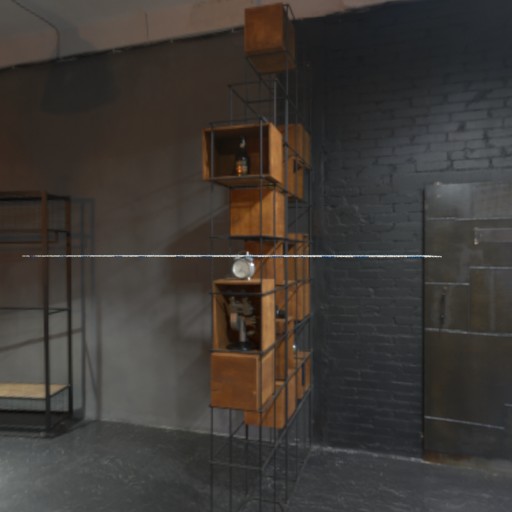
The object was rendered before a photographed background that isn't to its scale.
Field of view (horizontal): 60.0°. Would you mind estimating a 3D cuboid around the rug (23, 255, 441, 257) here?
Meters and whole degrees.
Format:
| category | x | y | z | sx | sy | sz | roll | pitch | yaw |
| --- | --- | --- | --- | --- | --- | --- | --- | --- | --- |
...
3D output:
| category | x | y | z | sx | sy | sz | roll | pitch | yaw |
| --- | --- | --- | --- | --- | --- | --- | --- | --- | --- |
| rug | 0.000 | 0.000 | 4.138 | 3.059 | 0.008 | 2.453 | 0 | 0 | 19 |
